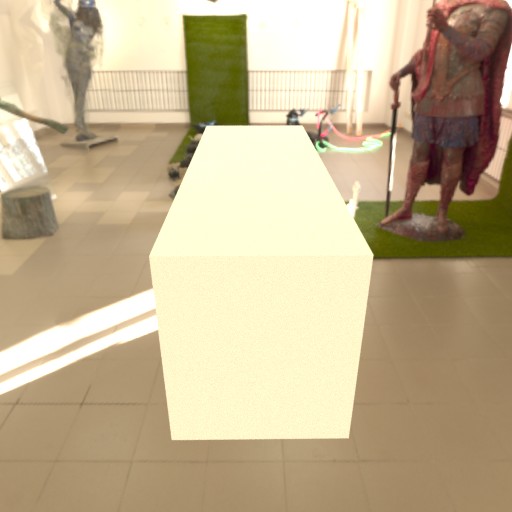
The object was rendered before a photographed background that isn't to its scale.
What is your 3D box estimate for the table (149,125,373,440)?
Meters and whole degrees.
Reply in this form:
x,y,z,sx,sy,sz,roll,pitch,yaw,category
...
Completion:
x,y,z,sx,sy,sz,roll,pitch,yaw,category
0.000,0.000,1.835,0.508,0.769,1.500,0,27,-1,table
